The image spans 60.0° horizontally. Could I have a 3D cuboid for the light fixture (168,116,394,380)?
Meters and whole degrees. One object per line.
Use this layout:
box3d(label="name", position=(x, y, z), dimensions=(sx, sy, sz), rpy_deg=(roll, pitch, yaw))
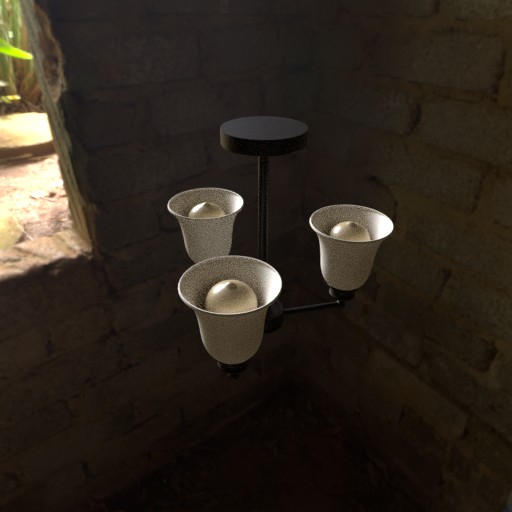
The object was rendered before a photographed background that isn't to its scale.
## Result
box3d(label="light fixture", position=(0.000, 0.000, 0.673), dimensions=(0.388, 0.370, 0.354), rpy_deg=(9, 32, 15))
